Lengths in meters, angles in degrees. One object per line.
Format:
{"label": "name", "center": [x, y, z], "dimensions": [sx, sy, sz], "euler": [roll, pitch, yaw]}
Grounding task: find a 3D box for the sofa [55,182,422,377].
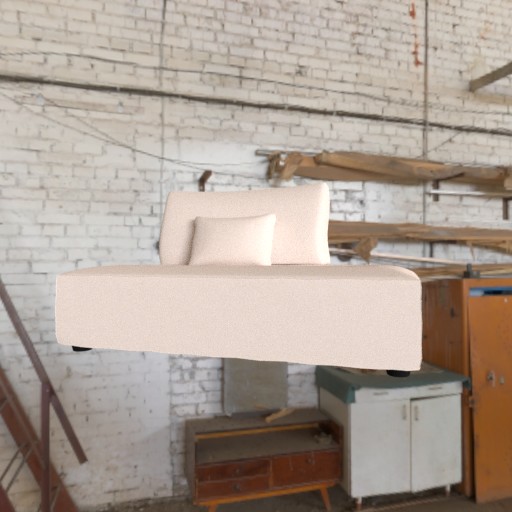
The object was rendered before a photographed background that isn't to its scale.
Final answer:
{"label": "sofa", "center": [0.000, 0.000, 2.109], "dimensions": [1.450, 0.820, 1.000], "euler": [0, -1, 19]}
